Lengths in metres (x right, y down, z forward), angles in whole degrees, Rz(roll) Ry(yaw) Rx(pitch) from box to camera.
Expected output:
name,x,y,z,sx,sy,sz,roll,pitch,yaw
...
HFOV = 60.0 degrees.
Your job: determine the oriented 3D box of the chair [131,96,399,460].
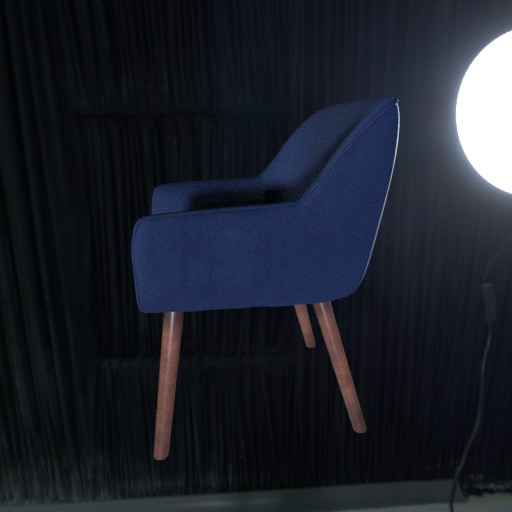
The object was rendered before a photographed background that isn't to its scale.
name,x,y,z,sx,sy,sz,roll,pitch,yaw
chair,0.000,0.000,1.230,0.600,0.820,0.600,-2,16,-8
